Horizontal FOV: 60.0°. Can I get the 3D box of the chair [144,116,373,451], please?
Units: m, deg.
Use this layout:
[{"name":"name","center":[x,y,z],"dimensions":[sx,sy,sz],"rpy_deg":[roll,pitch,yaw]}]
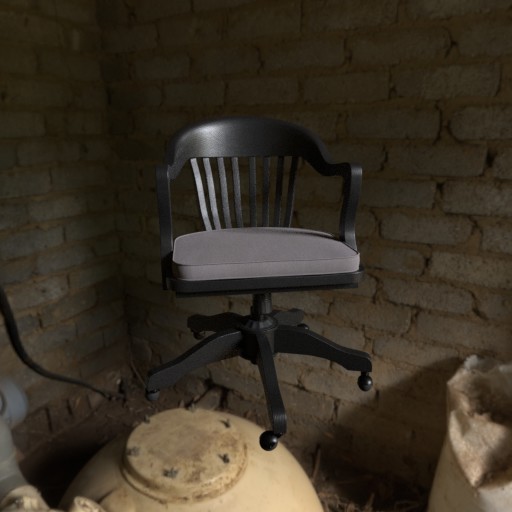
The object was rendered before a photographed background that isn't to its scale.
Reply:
[{"name":"chair","center":[0.000,0.000,1.433],"dimensions":[0.750,0.878,0.788],"rpy_deg":[-3,17,-8]}]
